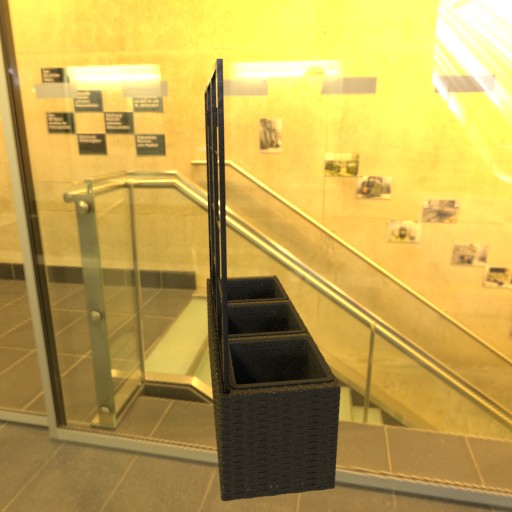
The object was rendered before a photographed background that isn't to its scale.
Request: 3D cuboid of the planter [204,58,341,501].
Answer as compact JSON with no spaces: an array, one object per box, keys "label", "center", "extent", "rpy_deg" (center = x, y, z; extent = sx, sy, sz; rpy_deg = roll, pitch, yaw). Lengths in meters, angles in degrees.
[{"label":"planter","center":[0.000,0.000,1.139],"extent":[0.244,0.841,0.698],"rpy_deg":[-2,16,-8]}]
